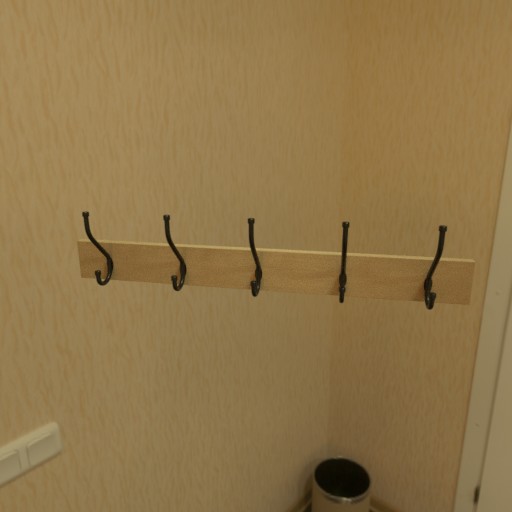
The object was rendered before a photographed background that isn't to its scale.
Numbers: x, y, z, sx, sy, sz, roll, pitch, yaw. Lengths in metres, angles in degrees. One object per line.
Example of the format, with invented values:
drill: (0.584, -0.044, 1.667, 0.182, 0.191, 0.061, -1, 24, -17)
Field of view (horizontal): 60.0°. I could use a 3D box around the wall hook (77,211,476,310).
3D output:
wall hook: (0.000, 0.000, 0.609, 0.571, 0.117, 0.071, 3, 16, 11)
